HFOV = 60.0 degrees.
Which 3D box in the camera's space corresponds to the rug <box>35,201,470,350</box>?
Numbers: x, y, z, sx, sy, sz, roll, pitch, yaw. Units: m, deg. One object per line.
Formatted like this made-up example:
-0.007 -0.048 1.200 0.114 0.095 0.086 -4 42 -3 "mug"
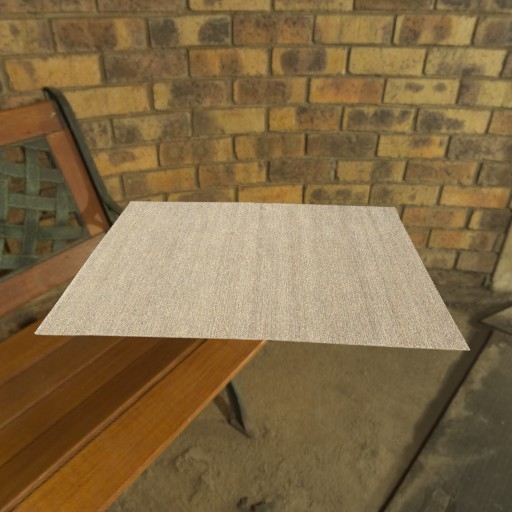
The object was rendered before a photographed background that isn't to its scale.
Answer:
0.000 0.000 4.849 3.626 0.051 2.757 2 31 3 "rug"
